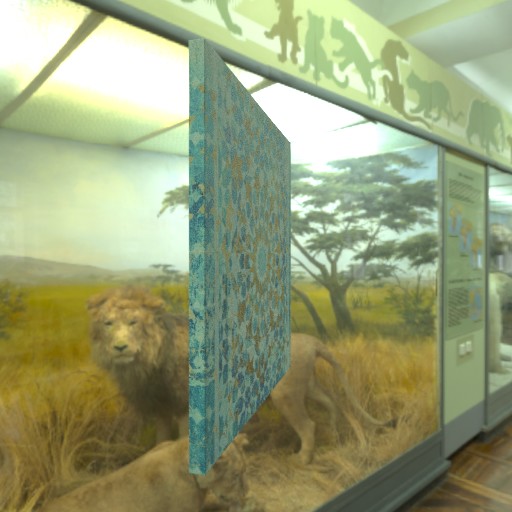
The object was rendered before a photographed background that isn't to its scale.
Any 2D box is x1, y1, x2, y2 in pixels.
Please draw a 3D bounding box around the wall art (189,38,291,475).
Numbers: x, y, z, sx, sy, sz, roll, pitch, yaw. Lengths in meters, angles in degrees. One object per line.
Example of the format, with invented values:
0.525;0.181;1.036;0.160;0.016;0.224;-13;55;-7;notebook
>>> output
0.000;0.000;1.372;0.040;0.916;0.916;0;1;16;wall art
